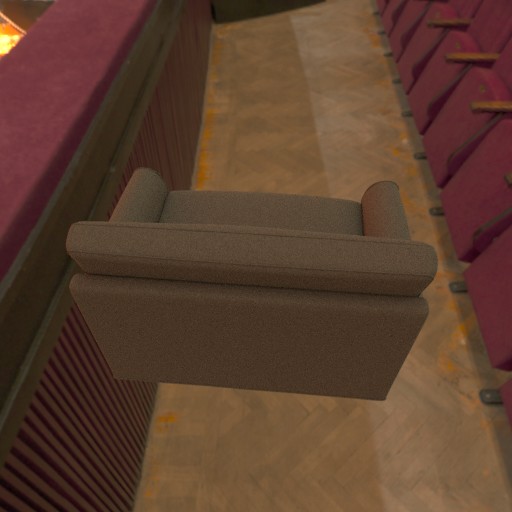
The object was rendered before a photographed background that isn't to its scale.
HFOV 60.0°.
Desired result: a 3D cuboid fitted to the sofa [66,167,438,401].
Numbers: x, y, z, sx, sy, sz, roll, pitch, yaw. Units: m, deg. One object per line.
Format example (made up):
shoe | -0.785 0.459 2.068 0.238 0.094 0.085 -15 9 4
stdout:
sofa | 0.000 0.000 2.075 1.410 0.953 0.940 4 47 3
